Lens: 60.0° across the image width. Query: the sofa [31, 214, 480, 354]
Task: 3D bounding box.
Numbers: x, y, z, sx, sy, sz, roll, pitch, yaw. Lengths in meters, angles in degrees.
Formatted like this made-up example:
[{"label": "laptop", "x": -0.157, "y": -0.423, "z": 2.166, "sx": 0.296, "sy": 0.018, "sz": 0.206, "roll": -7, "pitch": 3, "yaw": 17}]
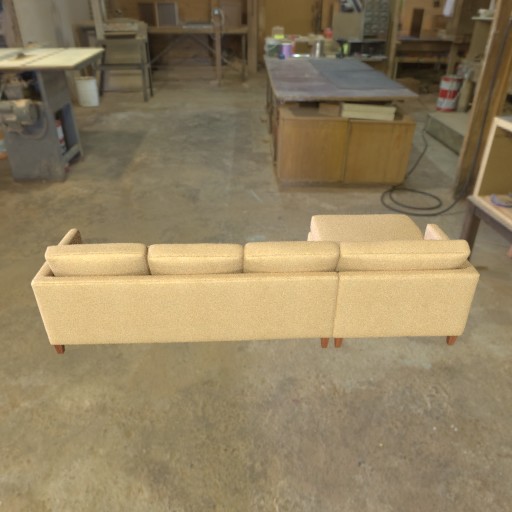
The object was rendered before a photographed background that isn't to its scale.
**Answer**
[{"label": "sofa", "x": 0.000, "y": 0.000, "z": 3.855, "sx": 3.201, "sy": 0.876, "sz": 1.502, "roll": -1, "pitch": 30, "yaw": -2}]
